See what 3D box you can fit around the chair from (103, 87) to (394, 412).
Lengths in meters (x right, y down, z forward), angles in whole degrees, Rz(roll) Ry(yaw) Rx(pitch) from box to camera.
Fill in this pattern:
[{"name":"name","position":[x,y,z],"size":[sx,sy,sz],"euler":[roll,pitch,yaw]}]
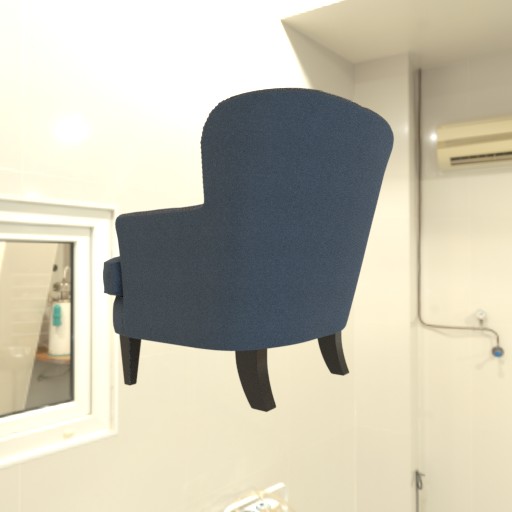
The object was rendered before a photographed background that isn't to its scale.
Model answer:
[{"name":"chair","position":[0.000,0.000,1.573],"size":[0.906,0.868,0.848],"euler":[-1,-1,36]}]
